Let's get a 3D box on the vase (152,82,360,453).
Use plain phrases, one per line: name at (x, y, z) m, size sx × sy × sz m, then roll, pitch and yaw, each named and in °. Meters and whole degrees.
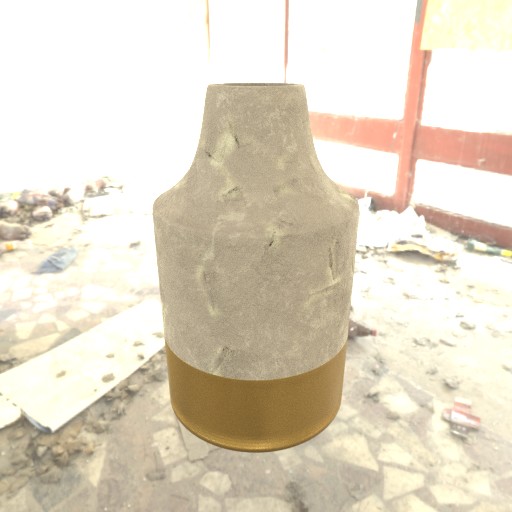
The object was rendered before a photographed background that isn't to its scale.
vase at (0.000, 0.000, 0.421) m, size 0.184 × 0.305 × 0.184 m, roll 0°, pitch 23°, yaw 0°
